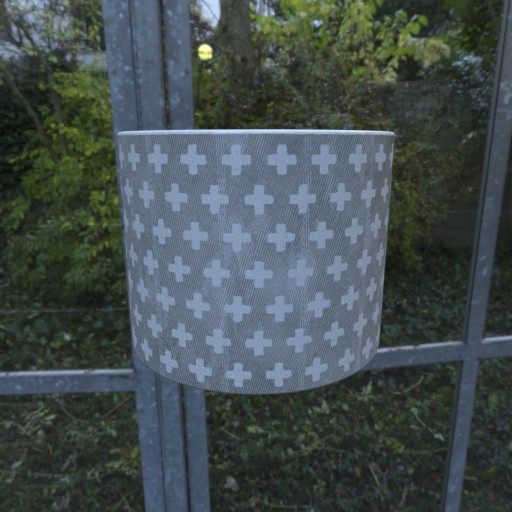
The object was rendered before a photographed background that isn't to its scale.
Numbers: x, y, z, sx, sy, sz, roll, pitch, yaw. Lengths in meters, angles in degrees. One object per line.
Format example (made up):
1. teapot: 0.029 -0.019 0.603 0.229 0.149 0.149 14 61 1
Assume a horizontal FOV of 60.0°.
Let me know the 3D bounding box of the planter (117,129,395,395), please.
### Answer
1. planter: 0.000 0.000 0.447 0.250 0.239 0.250 0 14 0
